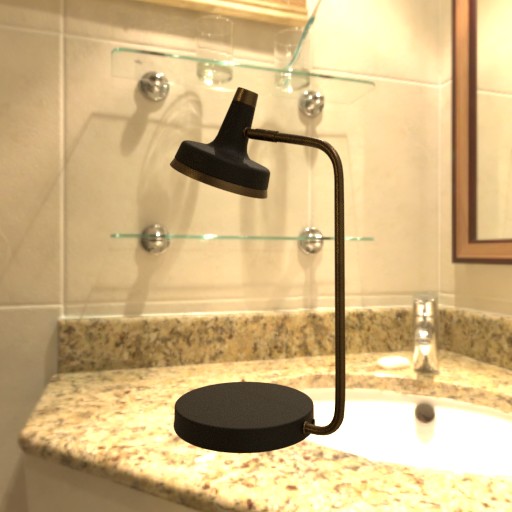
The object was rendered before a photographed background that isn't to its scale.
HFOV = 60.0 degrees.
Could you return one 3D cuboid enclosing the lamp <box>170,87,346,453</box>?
[{"bbox_3d":[0.000,0.000,0.501,0.218,0.385,0.162,0,1,36],"label":"lamp"}]
